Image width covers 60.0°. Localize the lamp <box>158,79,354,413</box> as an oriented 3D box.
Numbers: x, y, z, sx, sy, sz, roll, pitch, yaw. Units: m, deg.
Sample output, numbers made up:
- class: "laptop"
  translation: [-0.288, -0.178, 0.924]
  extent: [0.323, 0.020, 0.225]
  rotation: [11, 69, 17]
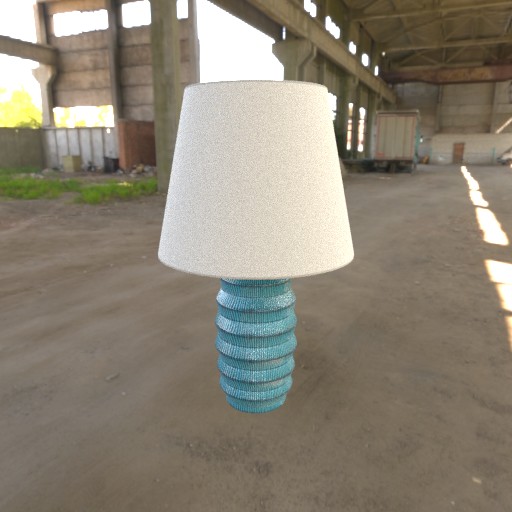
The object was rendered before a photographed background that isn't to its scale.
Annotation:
- class: "lamp"
  translation: [0.000, 0.000, 0.822]
  extent: [0.355, 0.582, 0.355]
  rotation: [0, 14, 0]
